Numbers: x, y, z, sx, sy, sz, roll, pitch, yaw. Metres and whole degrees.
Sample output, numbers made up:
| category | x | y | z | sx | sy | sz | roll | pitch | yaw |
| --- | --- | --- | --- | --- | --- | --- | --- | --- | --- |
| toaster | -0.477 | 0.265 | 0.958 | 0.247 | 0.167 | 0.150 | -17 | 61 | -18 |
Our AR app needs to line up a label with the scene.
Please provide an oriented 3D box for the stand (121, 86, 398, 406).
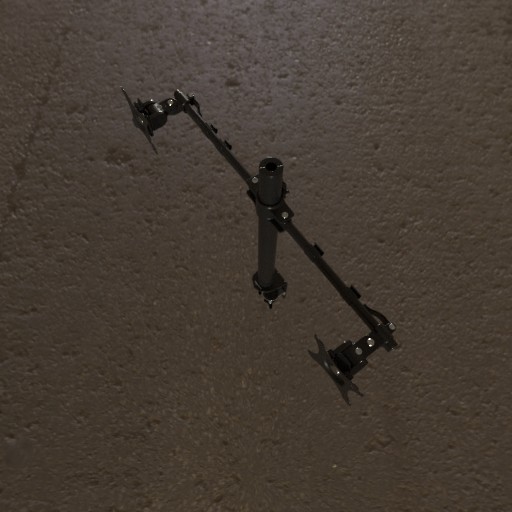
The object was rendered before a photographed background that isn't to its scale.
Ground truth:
| category | x | y | z | sx | sy | sz | roll | pitch | yaw |
| --- | --- | --- | --- | --- | --- | --- | --- | --- | --- |
| stand | 0.000 | 0.000 | 1.008 | 0.150 | 0.603 | 0.743 | -32 | 68 | -15 |
